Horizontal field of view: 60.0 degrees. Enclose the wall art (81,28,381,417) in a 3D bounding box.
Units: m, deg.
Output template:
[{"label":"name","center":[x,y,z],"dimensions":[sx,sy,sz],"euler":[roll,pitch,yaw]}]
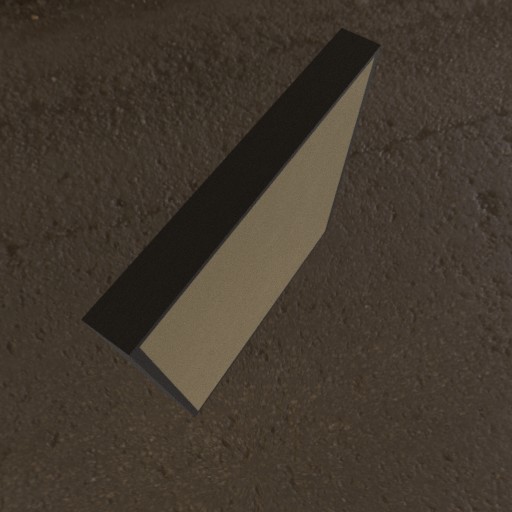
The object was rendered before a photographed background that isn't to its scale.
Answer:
[{"label":"wall art","center":[0.000,0.000,0.439],"dimensions":[0.036,0.300,0.302],"euler":[32,68,14]}]
